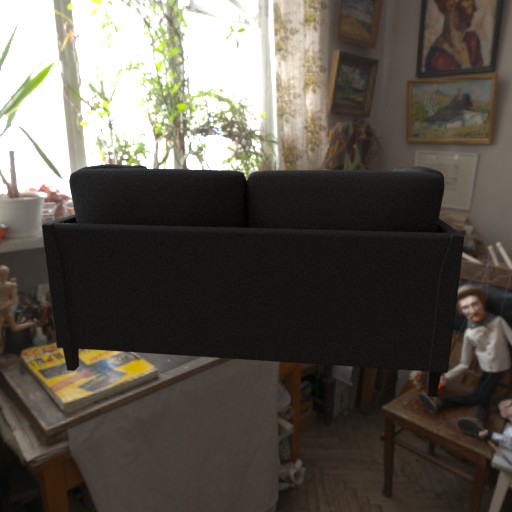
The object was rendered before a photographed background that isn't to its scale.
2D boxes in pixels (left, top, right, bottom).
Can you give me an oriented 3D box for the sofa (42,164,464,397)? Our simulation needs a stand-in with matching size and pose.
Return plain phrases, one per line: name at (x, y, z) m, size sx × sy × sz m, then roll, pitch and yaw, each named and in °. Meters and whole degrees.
sofa at (0.000, 0.000, 2.276) m, size 1.751 × 0.920 × 0.969 m, roll 2°, pitch 15°, yaw 7°
